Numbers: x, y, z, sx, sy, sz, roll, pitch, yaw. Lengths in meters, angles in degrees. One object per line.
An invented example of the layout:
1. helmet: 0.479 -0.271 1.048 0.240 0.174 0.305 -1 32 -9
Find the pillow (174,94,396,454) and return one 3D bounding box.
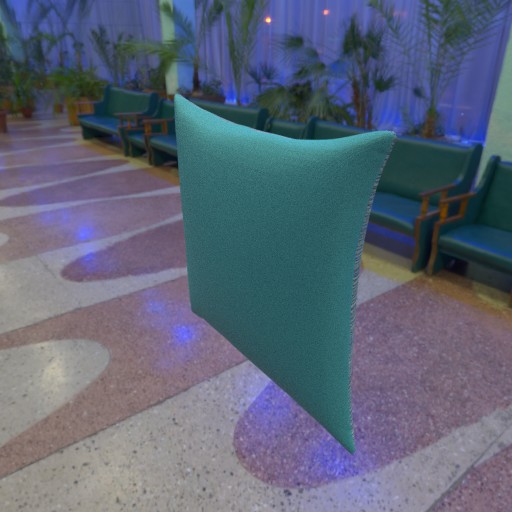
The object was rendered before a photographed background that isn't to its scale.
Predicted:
1. pillow: 0.000 0.000 0.770 0.150 0.497 0.514 -18 32 -32
